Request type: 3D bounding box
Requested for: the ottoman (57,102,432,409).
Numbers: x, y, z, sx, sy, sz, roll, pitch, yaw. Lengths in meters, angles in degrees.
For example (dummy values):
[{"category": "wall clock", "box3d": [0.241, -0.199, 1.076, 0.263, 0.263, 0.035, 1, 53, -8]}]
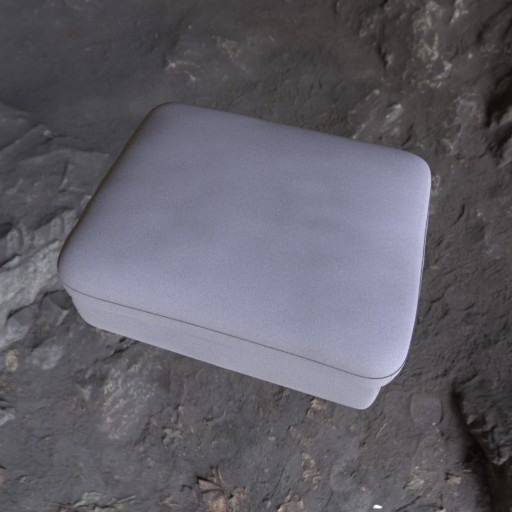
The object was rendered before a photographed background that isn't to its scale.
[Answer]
[{"category": "ottoman", "box3d": [0.000, 0.000, 1.130, 0.747, 0.478, 0.593, 14, 58, 9]}]
